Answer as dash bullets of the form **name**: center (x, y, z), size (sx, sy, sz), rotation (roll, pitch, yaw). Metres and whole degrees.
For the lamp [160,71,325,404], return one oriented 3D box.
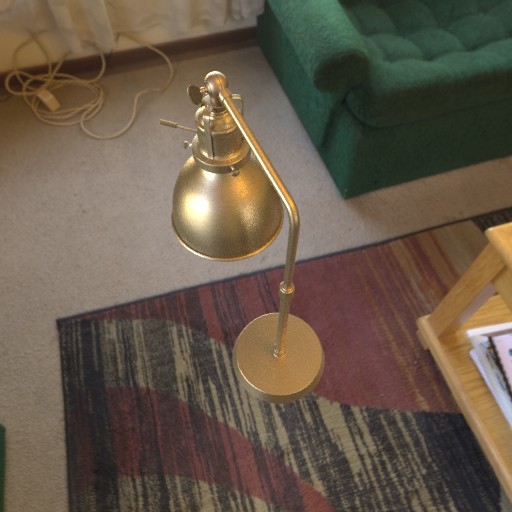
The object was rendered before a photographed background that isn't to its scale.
- **lamp**: center (0.000, 0.000, 0.574), size (0.153, 0.456, 0.286), rotation (-30, 63, -17)
